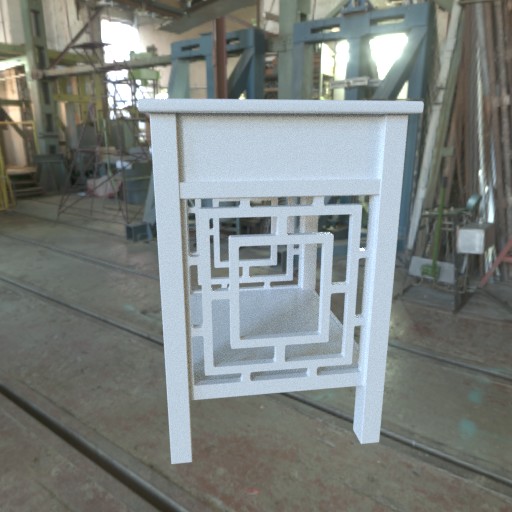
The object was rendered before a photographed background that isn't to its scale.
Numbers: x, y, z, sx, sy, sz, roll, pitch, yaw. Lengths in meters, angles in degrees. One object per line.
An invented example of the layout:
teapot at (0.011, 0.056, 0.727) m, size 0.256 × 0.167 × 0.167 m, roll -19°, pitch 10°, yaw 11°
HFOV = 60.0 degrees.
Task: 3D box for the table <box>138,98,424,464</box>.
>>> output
table at (0.000, 0.000, 1.021) m, size 0.451 × 0.646 × 0.564 m, roll -2°, pitch 16°, yaw -8°
